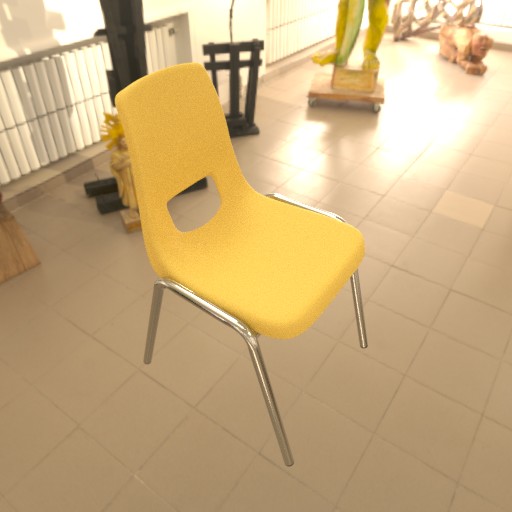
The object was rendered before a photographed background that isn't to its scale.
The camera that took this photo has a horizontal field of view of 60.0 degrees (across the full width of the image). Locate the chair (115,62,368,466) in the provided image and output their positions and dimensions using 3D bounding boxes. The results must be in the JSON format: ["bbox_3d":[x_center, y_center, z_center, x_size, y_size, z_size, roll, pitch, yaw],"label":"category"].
[{"bbox_3d":[0.000,0.000,0.896,0.436,0.653,0.381,24,46,26],"label":"chair"}]
